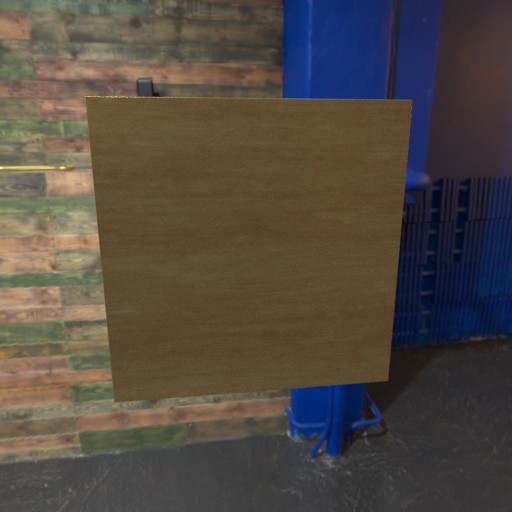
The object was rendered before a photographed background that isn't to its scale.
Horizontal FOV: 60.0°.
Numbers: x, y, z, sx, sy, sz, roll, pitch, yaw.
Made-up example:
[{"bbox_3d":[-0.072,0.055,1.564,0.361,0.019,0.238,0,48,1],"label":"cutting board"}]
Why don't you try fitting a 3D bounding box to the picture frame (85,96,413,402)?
[{"bbox_3d":[0.000,0.000,1.135,0.758,0.761,0.037,-2,15,-8],"label":"picture frame"}]
